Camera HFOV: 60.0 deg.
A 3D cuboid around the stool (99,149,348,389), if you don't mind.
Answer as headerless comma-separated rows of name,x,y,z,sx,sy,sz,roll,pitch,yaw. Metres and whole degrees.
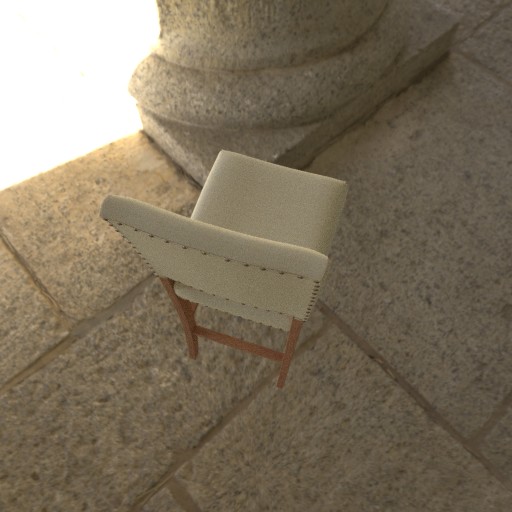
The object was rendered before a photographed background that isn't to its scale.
stool,0.000,0.000,1.421,0.445,1.168,0.584,16,65,8
